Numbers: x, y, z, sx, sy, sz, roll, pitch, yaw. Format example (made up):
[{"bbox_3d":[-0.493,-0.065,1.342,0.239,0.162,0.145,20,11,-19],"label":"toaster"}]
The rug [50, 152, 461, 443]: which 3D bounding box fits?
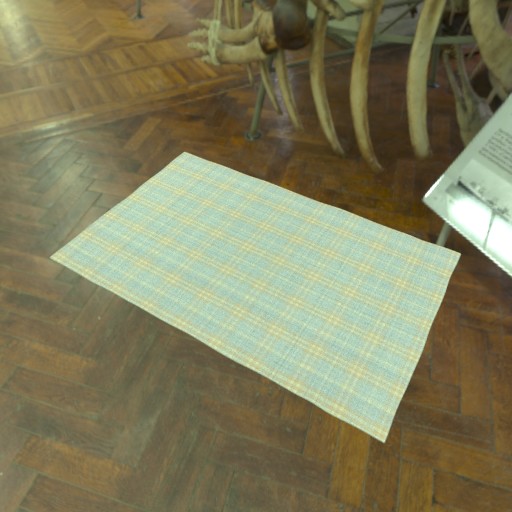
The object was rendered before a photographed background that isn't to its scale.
[{"bbox_3d":[0.000,0.000,3.116,2.460,0.016,1.545,24,51,21],"label":"rug"}]
